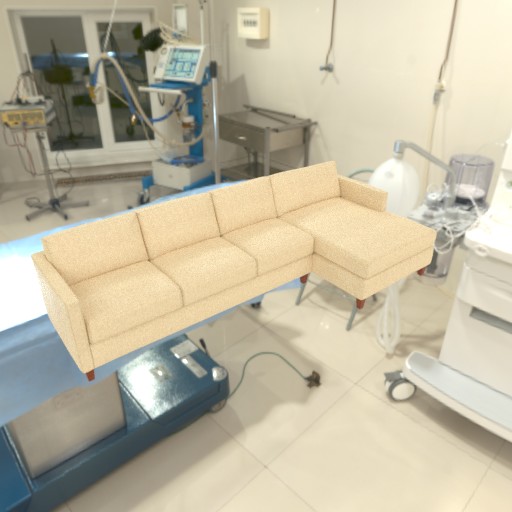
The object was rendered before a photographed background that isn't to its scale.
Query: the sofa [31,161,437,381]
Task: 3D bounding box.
[{"bbox_3d":[0.000,0.000,4.117,3.471,0.954,1.603,-21,35,-32],"label":"sofa"}]
